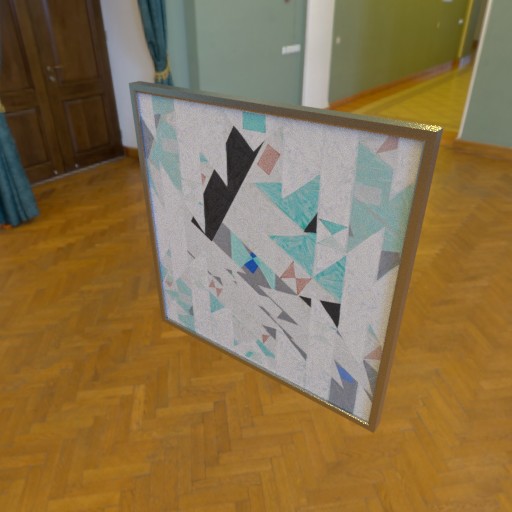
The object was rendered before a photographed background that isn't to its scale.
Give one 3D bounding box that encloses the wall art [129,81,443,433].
[{"bbox_3d":[0.000,0.000,1.196,0.806,0.806,0.038,20,37,30],"label":"wall art"}]
